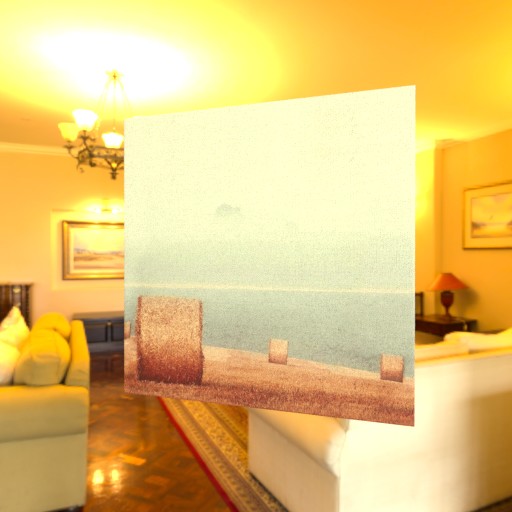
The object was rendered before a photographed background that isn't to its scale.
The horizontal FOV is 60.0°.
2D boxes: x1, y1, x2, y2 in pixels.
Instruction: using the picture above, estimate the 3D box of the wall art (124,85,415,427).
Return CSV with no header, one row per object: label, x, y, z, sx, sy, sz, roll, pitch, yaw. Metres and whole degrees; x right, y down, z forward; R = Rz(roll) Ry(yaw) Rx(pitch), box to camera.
wall art,0.000,0.000,0.896,0.605,0.605,0.034,0,0,19
